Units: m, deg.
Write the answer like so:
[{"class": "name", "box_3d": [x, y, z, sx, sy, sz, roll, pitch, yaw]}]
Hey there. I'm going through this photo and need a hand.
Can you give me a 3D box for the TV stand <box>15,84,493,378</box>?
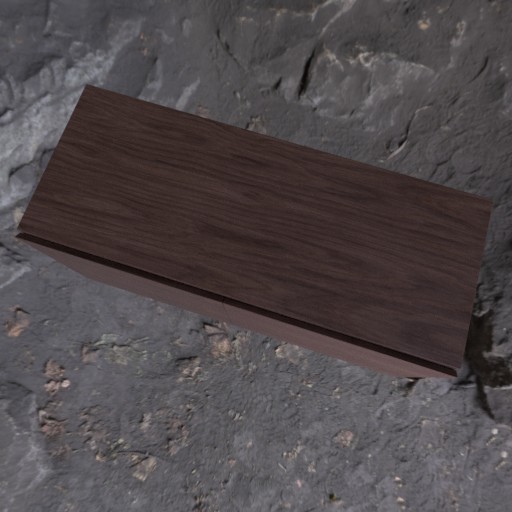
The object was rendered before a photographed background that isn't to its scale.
[{"class": "TV stand", "box_3d": [0.000, 0.000, 1.301, 0.990, 0.660, 0.405, 17, 76, 4]}]
